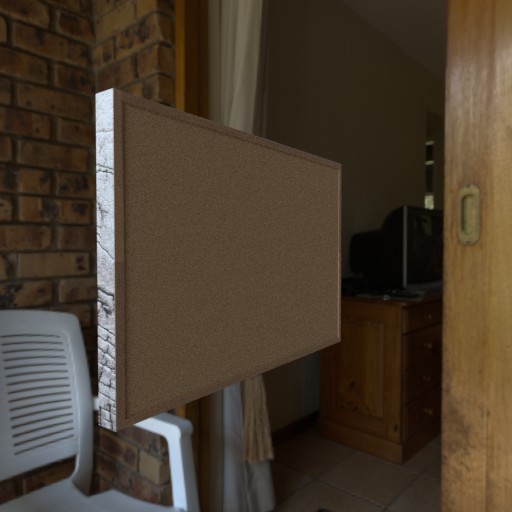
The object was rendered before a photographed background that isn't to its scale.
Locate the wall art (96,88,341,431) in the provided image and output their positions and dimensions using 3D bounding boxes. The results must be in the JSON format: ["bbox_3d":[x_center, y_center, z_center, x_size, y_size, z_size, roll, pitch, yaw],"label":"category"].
[{"bbox_3d":[0.000,0.000,0.781,0.035,0.407,0.613,1,2,36],"label":"wall art"}]
